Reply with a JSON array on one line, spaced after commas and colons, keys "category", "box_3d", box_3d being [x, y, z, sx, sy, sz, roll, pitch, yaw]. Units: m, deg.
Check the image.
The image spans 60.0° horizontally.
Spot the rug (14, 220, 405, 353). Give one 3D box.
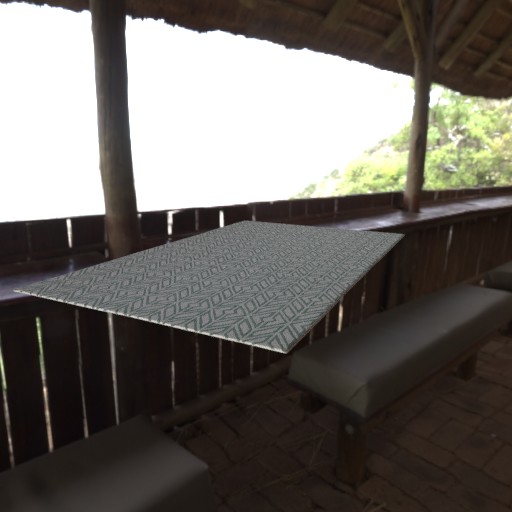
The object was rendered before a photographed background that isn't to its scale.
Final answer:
[{"category": "rug", "box_3d": [0.000, 0.000, 2.962, 1.517, 0.011, 2.435, 7, 16, 27]}]
